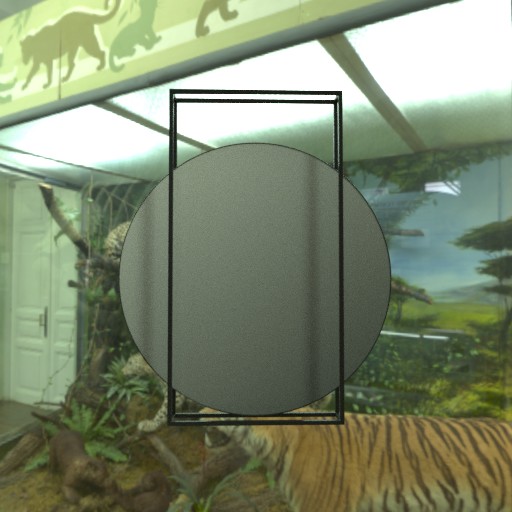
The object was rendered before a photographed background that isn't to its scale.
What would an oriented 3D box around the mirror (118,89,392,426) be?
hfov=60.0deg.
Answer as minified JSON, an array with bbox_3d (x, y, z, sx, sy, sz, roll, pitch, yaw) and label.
[{"bbox_3d":[0.000,0.000,0.820,0.508,0.603,0.051,0,-2,-1],"label":"mirror"}]
